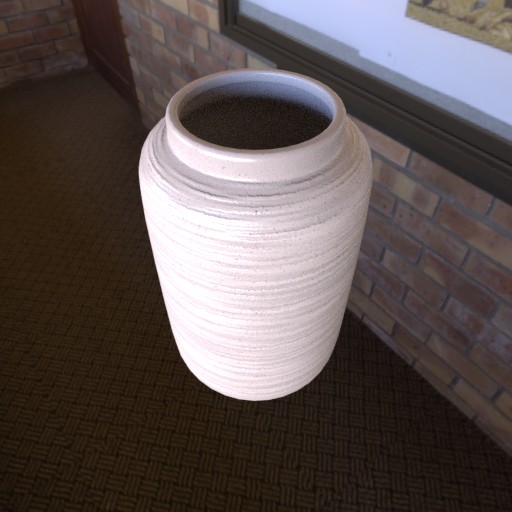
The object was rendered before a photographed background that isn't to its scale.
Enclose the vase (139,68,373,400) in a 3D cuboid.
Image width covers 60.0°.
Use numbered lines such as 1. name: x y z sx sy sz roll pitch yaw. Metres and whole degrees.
1. vase: 0.000 0.000 0.462 0.202 0.335 0.202 0 46 0
